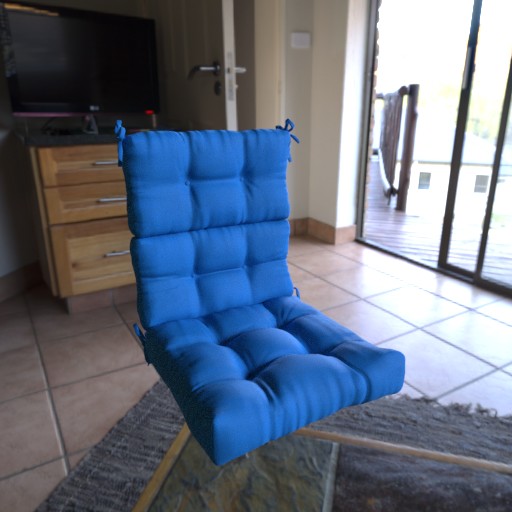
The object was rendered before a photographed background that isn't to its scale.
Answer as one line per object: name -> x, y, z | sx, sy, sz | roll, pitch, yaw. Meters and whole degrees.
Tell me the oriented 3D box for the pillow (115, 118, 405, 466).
pillow -> 0.000, 0.000, 1.033 | 0.519, 0.605, 0.571 | -10, 20, -27
